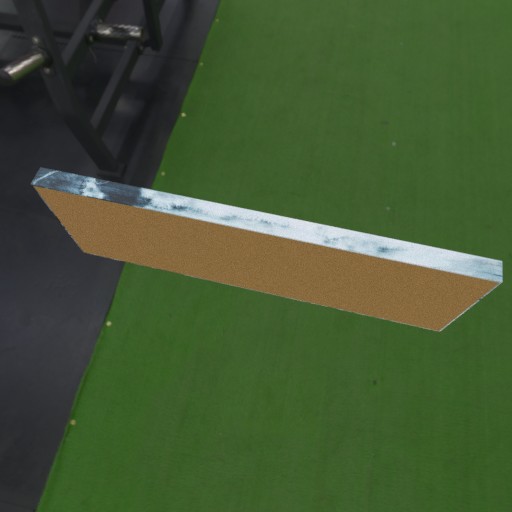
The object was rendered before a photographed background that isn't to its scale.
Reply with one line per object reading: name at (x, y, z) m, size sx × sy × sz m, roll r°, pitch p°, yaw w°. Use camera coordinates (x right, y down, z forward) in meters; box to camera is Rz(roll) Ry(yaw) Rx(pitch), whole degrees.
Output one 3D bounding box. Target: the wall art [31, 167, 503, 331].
wall art at (0.000, 0.000, 0.815) m, size 0.759 × 0.251 × 0.037 m, roll 12°, pitch 64°, yaw 6°
